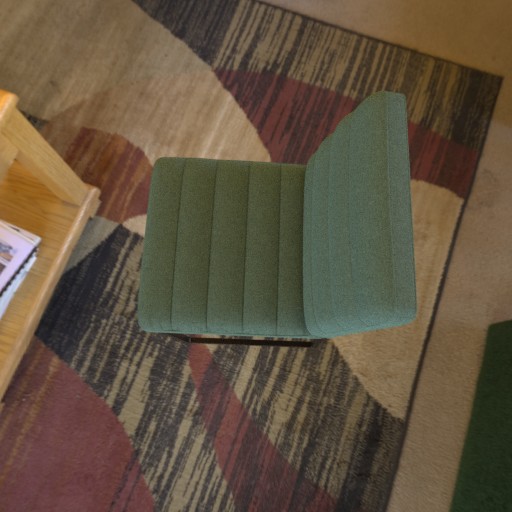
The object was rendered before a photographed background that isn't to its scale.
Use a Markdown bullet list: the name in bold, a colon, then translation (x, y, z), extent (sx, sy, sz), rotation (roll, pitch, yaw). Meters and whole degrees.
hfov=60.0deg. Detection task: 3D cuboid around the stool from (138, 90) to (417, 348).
- **stool**: translation (0.000, 0.000, 1.242), extent (0.560, 0.940, 0.460), rotation (2, 75, 1)
